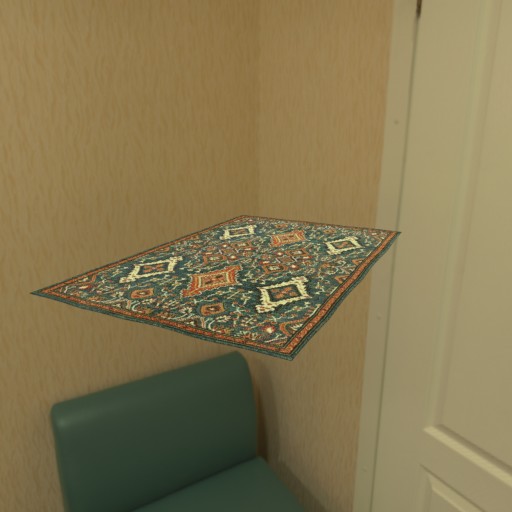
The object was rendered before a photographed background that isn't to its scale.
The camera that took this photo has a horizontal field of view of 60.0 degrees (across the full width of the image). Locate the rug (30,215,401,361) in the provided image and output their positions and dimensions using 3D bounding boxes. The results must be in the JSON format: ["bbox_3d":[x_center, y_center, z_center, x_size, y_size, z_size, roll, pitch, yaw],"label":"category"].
[{"bbox_3d":[0.000,0.000,4.317,2.190,0.008,3.371,9,19,26],"label":"rug"}]
